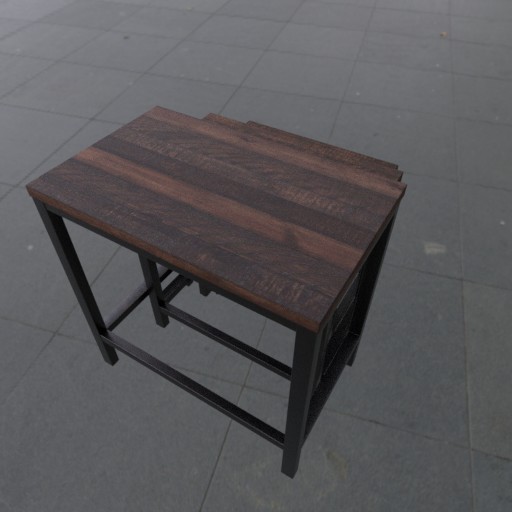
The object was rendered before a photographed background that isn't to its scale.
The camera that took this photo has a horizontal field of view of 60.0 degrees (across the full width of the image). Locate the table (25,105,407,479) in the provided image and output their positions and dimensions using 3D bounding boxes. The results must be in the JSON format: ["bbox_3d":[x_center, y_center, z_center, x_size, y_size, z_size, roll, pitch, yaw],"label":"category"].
[{"bbox_3d":[0.000,0.000,1.130,0.608,0.616,0.660,23,49,22],"label":"table"}]
